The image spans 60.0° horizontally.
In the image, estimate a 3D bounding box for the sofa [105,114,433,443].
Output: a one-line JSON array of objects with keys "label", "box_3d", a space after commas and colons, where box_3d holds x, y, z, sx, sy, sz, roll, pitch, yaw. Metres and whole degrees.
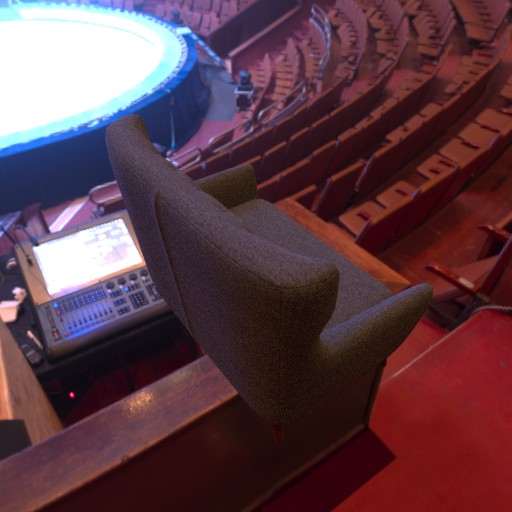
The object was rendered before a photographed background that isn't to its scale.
[{"label": "sofa", "box_3d": [0.000, 0.000, 2.034, 0.874, 1.028, 1.358, -25, 46, -27]}]
